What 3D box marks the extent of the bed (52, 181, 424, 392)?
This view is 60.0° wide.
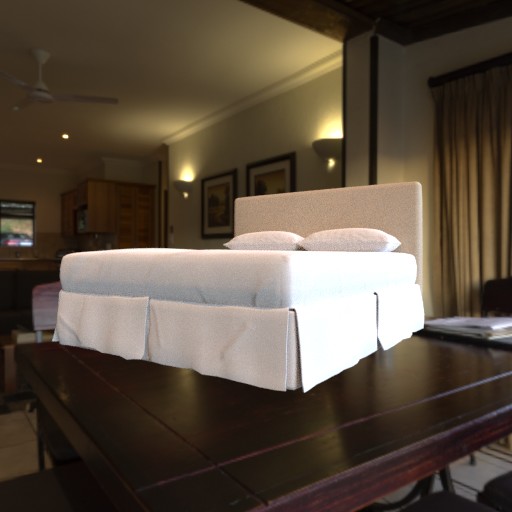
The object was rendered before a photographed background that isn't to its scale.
[{"bbox_3d":[0.000,0.000,3.559,2.119,1.317,2.319,0,0,35],"label":"bed"}]
